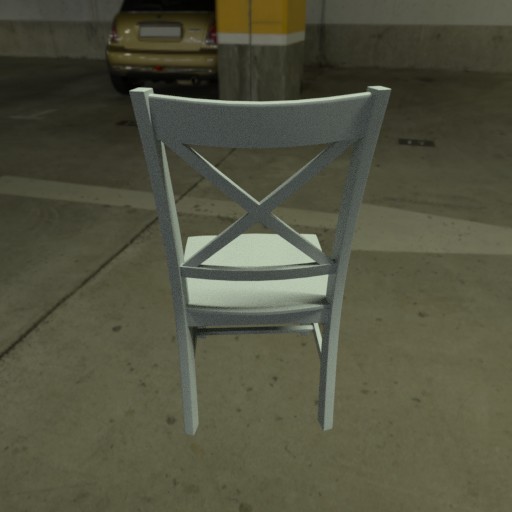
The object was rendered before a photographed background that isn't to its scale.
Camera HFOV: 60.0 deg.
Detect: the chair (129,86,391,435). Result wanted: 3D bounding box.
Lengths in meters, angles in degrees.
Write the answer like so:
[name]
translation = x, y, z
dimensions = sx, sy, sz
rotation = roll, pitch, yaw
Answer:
[chair]
translation = 0.000, 0.000, 1.274
dimensions = 0.485, 0.983, 0.542
rotation = -1, 29, -2
